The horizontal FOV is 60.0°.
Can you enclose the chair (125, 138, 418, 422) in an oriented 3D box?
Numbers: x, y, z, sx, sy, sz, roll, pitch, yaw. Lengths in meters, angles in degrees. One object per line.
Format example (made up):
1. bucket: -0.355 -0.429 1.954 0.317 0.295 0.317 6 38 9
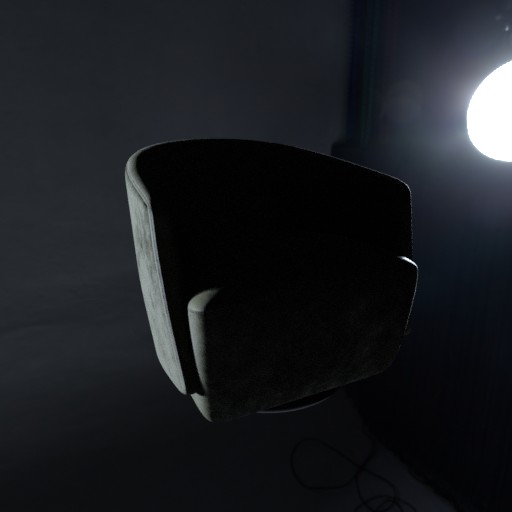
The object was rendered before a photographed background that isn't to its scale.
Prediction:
1. chair: 0.000 0.000 1.381 0.773 0.698 0.767 -8 18 -26
